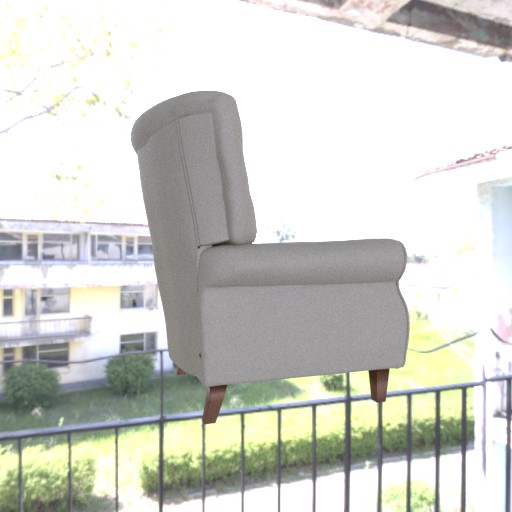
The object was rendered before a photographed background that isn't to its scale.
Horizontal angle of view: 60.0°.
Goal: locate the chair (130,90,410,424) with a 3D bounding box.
[{"bbox_3d":[0.000,0.000,1.949,1.059,1.158,0.943,0,1,-18],"label":"chair"}]
